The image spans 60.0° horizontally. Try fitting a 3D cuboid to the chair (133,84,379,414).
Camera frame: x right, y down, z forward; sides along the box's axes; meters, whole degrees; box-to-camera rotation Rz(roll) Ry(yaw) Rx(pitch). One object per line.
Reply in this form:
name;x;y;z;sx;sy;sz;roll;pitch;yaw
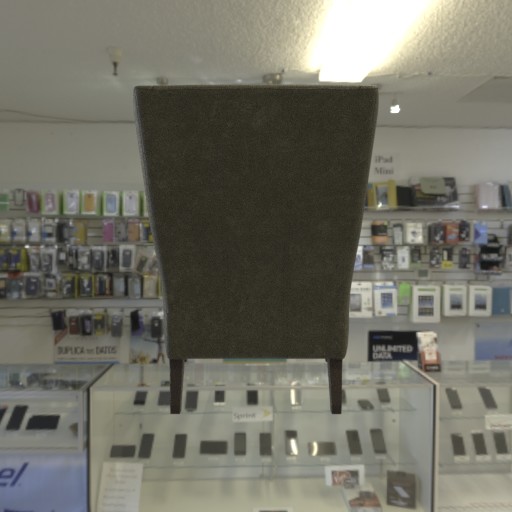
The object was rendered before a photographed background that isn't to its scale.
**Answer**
chair;0.000;0.000;1.676;0.853;1.016;0.926;0;1;0
